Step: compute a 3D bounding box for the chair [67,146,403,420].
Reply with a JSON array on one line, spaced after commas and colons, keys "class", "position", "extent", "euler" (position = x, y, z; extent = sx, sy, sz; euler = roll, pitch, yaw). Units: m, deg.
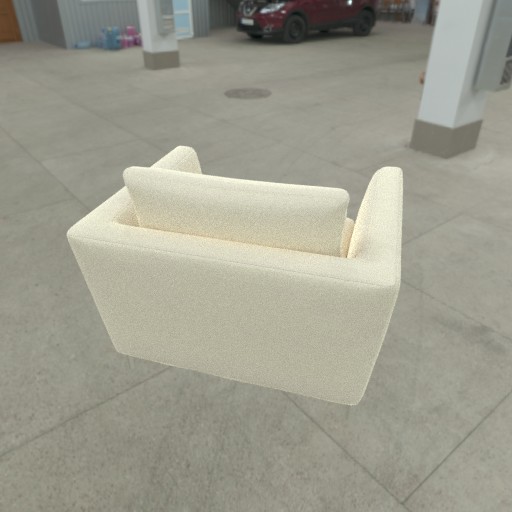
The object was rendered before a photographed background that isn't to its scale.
[{"class": "chair", "position": [0.000, 0.000, 1.759], "extent": [1.041, 0.865, 0.889], "euler": [9, 34, 14]}]
